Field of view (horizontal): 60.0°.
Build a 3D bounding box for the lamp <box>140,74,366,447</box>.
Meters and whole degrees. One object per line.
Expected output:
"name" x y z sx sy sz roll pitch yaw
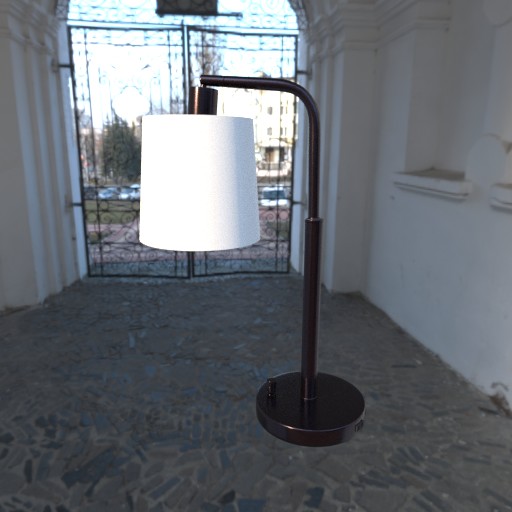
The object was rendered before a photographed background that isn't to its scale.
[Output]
"lamp" 0.000 0.000 0.634 0.333 0.489 0.171 2 14 9
